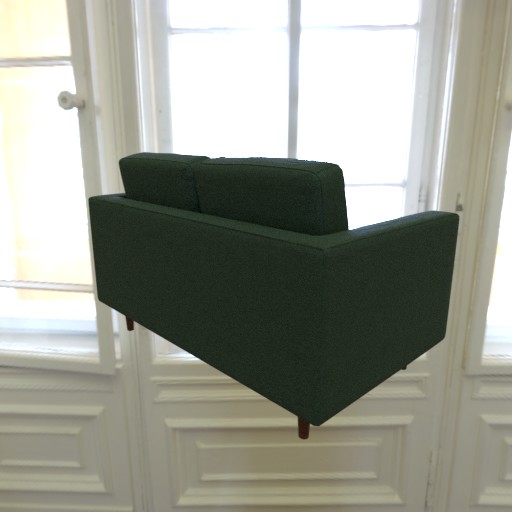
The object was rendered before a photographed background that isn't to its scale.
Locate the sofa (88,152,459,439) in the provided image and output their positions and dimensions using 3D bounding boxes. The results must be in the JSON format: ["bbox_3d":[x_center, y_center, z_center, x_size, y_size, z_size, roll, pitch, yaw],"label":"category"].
[{"bbox_3d":[0.000,0.000,1.984,0.879,0.899,1.430,-14,20,-42],"label":"sofa"}]
